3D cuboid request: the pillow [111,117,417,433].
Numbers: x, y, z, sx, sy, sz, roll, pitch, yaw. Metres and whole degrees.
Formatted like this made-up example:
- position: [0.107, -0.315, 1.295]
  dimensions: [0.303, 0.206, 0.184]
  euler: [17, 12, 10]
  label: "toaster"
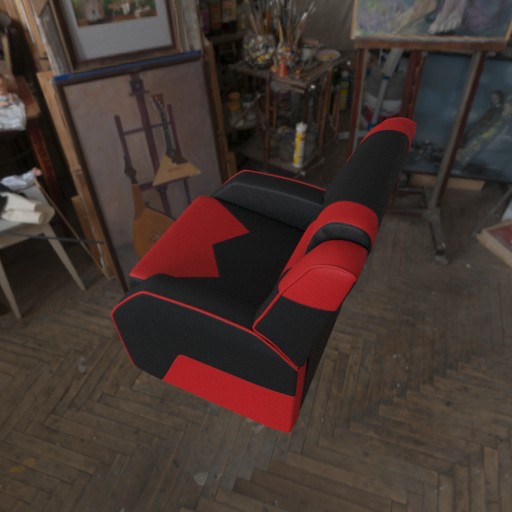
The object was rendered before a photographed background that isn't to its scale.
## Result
- position: [0.000, 0.000, 1.320]
  dimensions: [0.672, 0.805, 0.620]
  euler: [18, 47, 17]
  label: "pillow"
